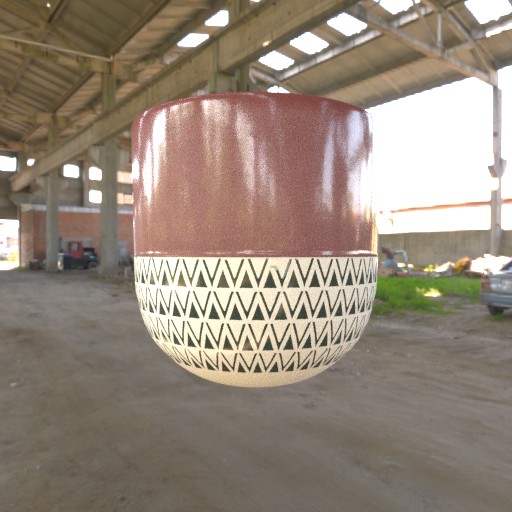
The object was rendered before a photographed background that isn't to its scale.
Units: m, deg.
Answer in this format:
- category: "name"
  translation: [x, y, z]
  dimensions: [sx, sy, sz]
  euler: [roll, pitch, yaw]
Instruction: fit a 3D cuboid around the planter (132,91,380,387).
- category: "planter"
  translation: [0.000, 0.000, 0.493]
  dimensions: [0.266, 0.270, 0.266]
  euler: [0, 0, 0]
